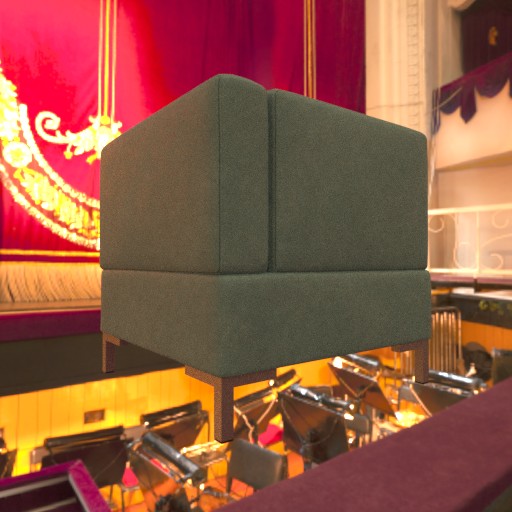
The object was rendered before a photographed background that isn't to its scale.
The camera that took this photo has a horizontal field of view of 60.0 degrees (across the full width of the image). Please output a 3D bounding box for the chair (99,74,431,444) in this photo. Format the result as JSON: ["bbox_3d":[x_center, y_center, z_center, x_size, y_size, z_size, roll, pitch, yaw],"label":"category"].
[{"bbox_3d":[0.000,0.000,1.219,0.680,0.660,0.680,0,-1,-37],"label":"chair"}]
